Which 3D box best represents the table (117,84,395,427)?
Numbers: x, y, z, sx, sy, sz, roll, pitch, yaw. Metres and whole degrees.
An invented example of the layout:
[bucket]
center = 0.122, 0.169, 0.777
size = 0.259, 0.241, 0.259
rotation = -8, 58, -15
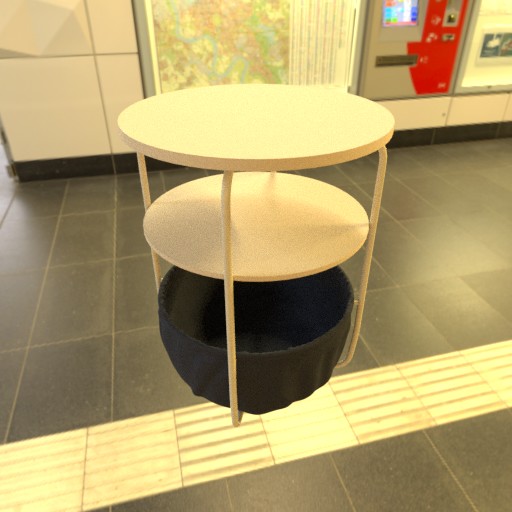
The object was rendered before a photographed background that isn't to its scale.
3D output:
[table]
center = 0.000, 0.000, 0.833
size = 0.418, 0.532, 0.418
rotation = -20, 38, -28
